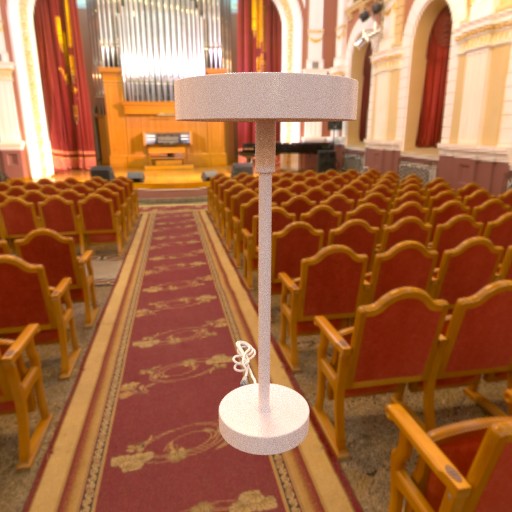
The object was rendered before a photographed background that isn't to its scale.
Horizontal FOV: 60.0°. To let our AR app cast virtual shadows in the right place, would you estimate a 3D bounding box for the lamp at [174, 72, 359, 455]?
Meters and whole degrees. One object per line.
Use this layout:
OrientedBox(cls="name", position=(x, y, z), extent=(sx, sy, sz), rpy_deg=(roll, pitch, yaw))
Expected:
OrientedBox(cls="lamp", position=(0.000, 0.000, 0.692), extent=(0.229, 0.508, 0.369), rpy_deg=(-3, 16, -10))
